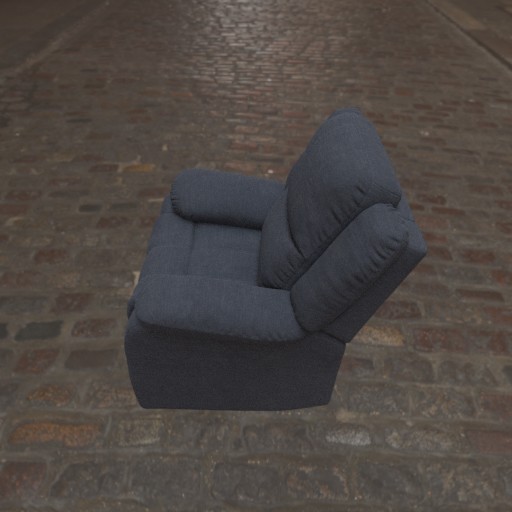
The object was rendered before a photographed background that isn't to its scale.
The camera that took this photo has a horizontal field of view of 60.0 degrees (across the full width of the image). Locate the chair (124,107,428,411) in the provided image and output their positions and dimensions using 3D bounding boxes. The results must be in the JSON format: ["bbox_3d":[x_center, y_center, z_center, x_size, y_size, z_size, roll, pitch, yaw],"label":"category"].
[{"bbox_3d":[0.000,0.000,1.723,0.944,1.008,0.899,1,40,1],"label":"chair"}]
